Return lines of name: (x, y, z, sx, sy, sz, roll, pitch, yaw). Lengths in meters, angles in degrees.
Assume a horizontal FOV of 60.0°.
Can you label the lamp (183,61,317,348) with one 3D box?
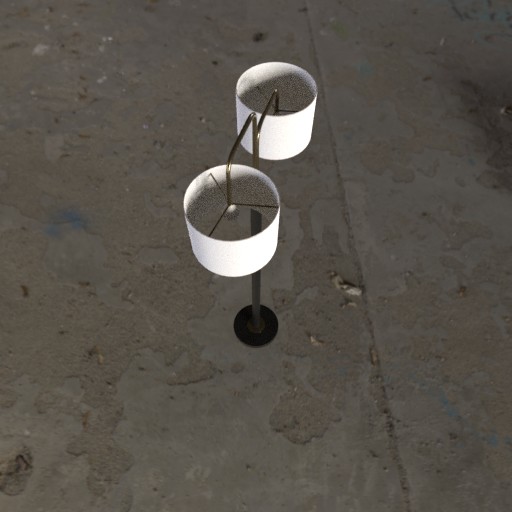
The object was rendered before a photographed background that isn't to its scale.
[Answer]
lamp: (0.000, 0.000, 1.838, 0.254, 1.587, 0.711, 14, 61, 8)
